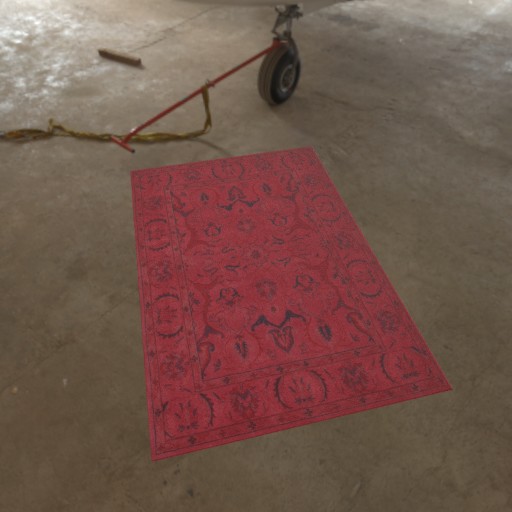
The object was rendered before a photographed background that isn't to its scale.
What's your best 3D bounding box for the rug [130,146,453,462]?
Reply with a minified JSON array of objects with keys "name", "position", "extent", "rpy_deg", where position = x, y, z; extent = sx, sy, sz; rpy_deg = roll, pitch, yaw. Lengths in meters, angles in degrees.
[{"name":"rug","position":[0.000,0.000,2.303],"extent":[1.209,0.008,1.814],"rpy_deg":[-10,47,-9]}]
